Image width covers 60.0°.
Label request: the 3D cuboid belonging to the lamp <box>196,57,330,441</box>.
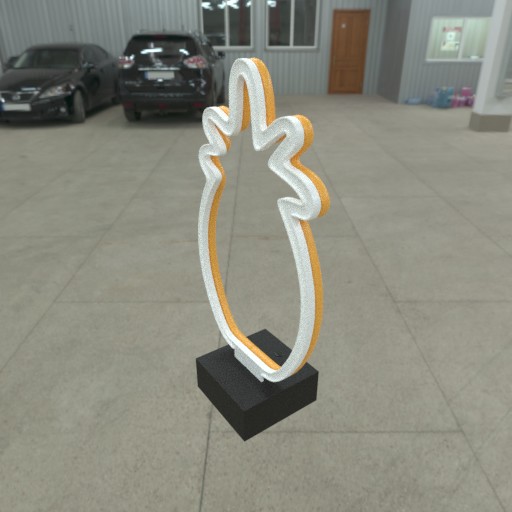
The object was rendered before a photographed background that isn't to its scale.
[{"bbox_3d":[0.000,0.000,0.388,0.088,0.317,0.167,-18,31,-31],"label":"lamp"}]
